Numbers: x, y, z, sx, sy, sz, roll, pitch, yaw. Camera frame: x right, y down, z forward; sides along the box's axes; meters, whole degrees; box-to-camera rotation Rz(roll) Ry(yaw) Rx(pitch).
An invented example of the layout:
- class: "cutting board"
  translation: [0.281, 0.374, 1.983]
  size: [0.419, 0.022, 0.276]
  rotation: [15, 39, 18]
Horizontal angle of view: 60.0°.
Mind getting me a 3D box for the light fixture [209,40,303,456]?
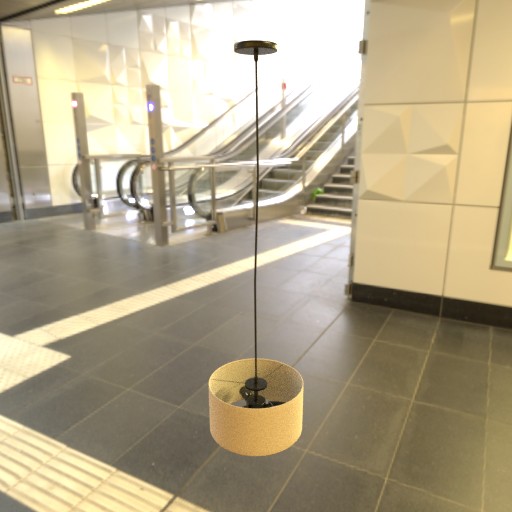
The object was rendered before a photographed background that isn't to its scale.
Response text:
- class: "light fixture"
  translation: [0.000, 0.000, 1.731]
  size: [0.399, 1.516, 0.399]
  rotation: [0, 15, 0]
